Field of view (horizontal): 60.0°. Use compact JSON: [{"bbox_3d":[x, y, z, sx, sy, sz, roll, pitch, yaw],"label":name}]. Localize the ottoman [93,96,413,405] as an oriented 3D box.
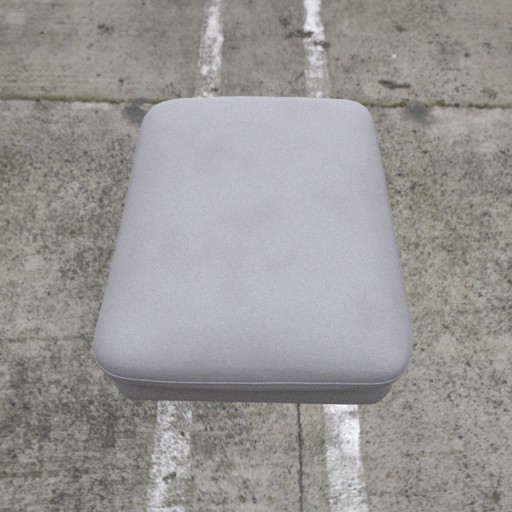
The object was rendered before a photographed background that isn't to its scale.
[{"bbox_3d":[0.000,0.000,1.107,0.593,0.478,0.747,0,58,0],"label":"ottoman"}]
